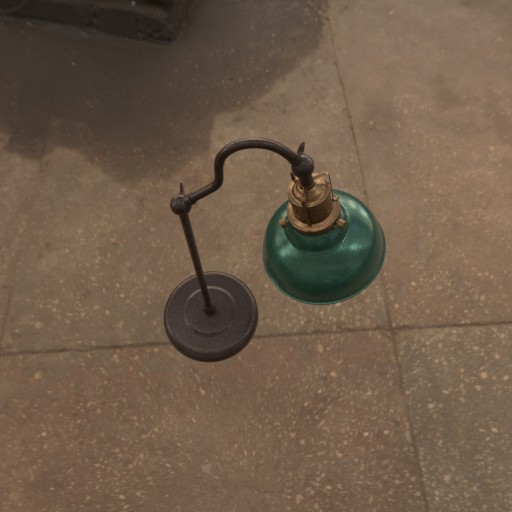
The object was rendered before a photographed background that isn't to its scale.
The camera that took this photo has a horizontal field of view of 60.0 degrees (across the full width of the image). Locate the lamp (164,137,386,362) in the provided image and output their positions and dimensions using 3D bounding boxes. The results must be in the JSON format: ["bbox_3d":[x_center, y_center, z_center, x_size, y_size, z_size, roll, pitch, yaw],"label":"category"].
[{"bbox_3d":[0.000,0.000,0.679,0.374,0.508,0.192,-1,62,-1],"label":"lamp"}]
